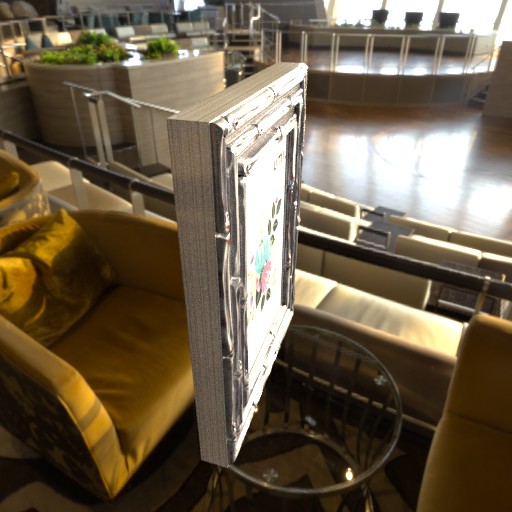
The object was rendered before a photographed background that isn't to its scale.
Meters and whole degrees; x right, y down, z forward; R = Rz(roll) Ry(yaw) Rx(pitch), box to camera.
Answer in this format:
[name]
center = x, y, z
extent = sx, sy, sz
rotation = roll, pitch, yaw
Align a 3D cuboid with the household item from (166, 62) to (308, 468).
[household item]
center = 0.000, 0.000, 0.294
extent = 0.025, 0.216, 0.165
rotation = 10, 32, 15
